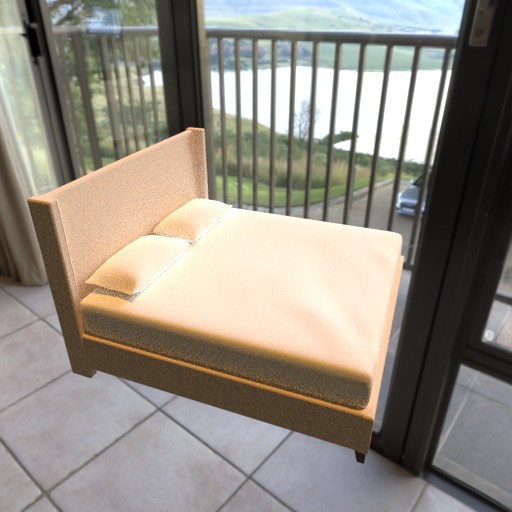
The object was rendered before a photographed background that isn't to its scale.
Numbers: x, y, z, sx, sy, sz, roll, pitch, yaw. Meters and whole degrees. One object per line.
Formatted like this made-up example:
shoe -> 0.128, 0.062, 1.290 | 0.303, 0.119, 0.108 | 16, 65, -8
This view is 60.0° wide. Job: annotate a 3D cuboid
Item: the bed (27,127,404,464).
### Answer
bed -> 0.000, 0.000, 3.664 | 2.293, 1.471, 2.145 | 10, 30, 18
